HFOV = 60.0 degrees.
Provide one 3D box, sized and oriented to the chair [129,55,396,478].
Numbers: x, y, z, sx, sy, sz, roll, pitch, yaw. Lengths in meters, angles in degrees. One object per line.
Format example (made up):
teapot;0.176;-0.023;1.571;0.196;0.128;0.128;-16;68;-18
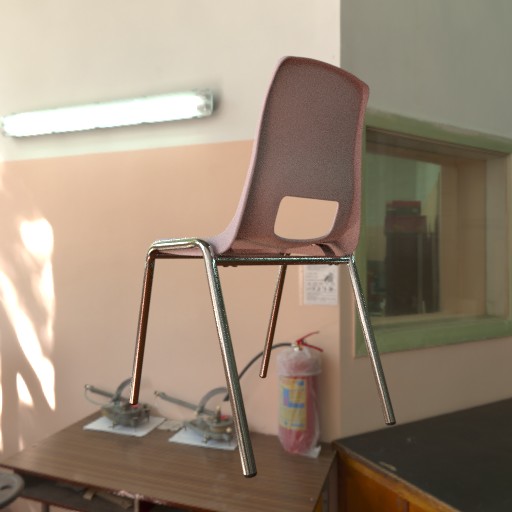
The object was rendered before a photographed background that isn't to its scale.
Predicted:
chair;0.000;0.000;0.919;0.381;0.653;0.436;0;0;-37
